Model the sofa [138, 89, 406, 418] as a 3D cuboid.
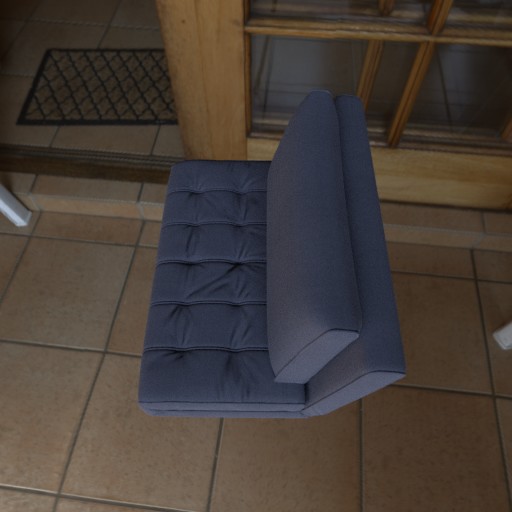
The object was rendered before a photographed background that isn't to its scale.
[{"bbox_3d":[0.000,0.000,1.886,0.910,0.910,1.220,1,59,0],"label":"sofa"}]
